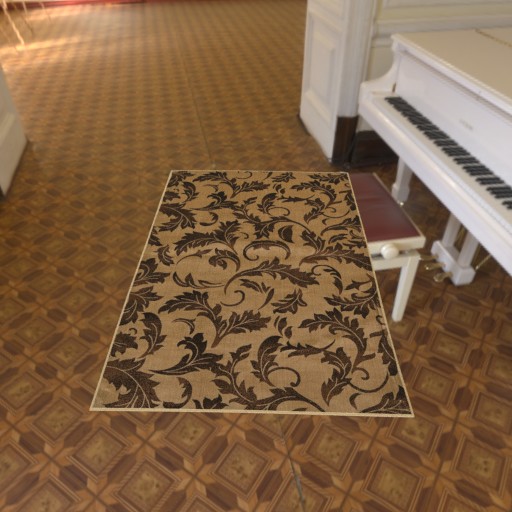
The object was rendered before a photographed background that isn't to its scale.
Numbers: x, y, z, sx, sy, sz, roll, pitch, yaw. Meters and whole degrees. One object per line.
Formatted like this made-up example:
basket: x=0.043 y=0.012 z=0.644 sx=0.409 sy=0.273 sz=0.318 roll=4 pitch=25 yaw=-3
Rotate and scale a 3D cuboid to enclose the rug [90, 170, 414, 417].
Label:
rug: x=0.000 y=0.000 z=2.931 sx=1.522 sy=0.008 sz=2.284 roll=1 pitch=40 yaw=1
